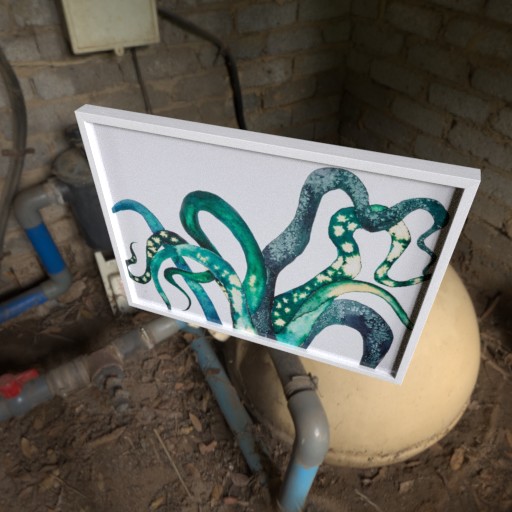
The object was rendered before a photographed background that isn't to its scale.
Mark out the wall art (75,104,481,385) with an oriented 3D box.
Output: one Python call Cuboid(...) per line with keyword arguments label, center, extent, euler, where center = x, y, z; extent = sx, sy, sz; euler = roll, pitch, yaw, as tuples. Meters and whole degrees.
Cuboid(label="wall art", center=(0.000, 0.000, 1.360), extent=(1.041, 0.787, 0.053), euler=(14, 43, 15))
